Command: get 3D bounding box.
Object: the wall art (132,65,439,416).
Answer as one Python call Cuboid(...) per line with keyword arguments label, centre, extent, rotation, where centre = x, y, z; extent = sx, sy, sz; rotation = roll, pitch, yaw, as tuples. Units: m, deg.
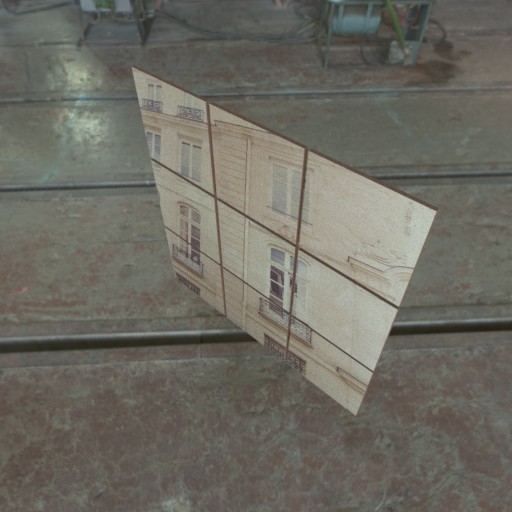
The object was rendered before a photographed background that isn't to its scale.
Cuboid(label="wall art", centre=(0.000, 0.000, 1.827), extent=(1.221, 1.218, 0.024), rotation=(33, 55, 27))
